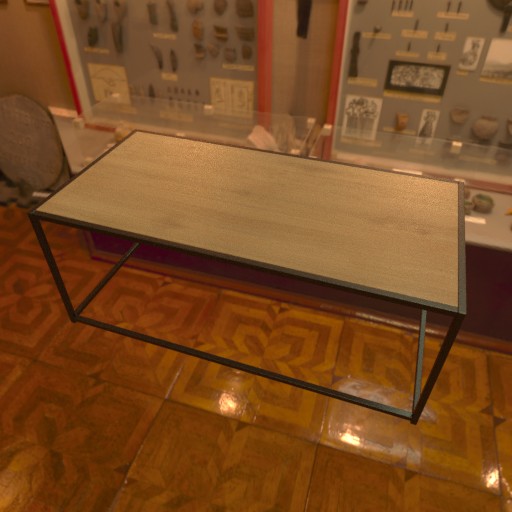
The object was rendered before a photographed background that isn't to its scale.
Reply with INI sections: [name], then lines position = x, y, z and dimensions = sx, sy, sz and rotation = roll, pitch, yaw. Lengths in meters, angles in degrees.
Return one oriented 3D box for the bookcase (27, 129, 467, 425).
[bookcase]
position = 0.000, 0.000, 1.253
dimensions = 1.000, 0.400, 0.500
rotation = 13, 42, 15
